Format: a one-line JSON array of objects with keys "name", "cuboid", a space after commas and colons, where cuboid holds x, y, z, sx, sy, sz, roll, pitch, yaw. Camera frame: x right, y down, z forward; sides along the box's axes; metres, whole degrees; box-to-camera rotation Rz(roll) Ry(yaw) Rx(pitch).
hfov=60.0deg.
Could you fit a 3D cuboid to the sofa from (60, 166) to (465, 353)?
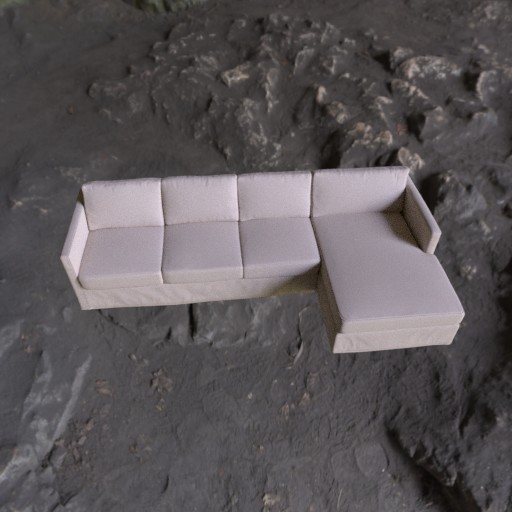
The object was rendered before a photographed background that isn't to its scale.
[{"name": "sofa", "cuboid": [0.000, 0.000, 3.900, 3.206, 0.871, 1.622, -4, 45, -4]}]
